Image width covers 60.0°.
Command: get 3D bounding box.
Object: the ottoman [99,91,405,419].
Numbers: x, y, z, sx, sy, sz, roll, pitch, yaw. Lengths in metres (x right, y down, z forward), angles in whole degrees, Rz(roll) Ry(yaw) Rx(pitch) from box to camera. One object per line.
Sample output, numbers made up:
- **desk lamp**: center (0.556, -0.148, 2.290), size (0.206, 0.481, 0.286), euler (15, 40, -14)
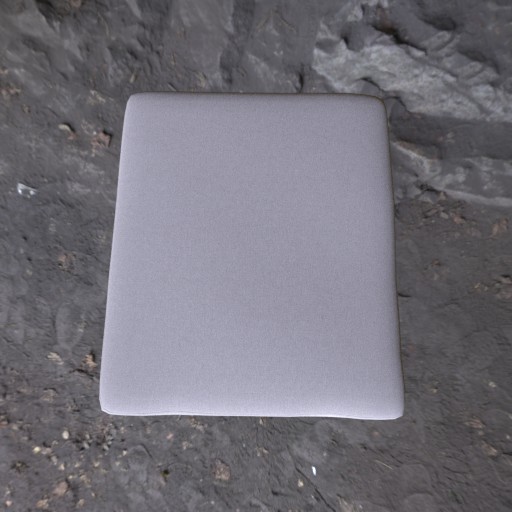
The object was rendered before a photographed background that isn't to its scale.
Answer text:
- **ottoman**: center (0.000, 0.000, 1.465), size (0.836, 0.492, 0.976), euler (1, 76, 0)
